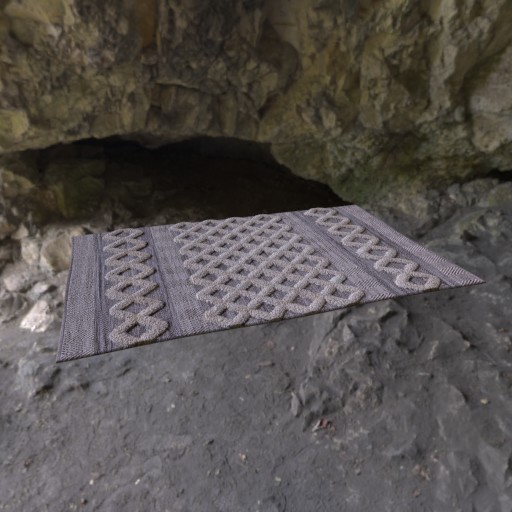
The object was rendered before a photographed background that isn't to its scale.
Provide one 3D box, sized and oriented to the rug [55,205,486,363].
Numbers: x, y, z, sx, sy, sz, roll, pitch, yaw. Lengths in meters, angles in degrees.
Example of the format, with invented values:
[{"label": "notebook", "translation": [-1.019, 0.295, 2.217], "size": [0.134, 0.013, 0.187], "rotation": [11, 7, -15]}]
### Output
[{"label": "rug", "translation": [0.000, 0.000, 2.901], "size": [2.333, 0.033, 1.513], "rotation": [-8, 26, -17]}]
